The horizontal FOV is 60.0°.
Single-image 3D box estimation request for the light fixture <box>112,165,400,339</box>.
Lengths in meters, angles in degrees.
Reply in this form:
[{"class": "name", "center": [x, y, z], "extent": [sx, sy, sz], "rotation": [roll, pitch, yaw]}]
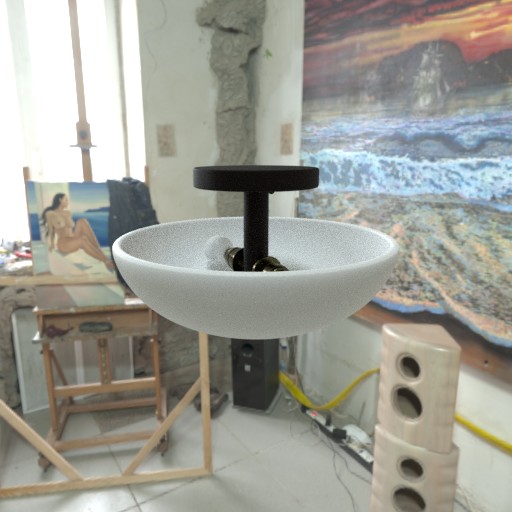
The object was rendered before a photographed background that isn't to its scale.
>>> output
[{"class": "light fixture", "center": [0.000, 0.000, 0.540], "extent": [0.331, 0.212, 0.331], "rotation": [0, 14, 0]}]
